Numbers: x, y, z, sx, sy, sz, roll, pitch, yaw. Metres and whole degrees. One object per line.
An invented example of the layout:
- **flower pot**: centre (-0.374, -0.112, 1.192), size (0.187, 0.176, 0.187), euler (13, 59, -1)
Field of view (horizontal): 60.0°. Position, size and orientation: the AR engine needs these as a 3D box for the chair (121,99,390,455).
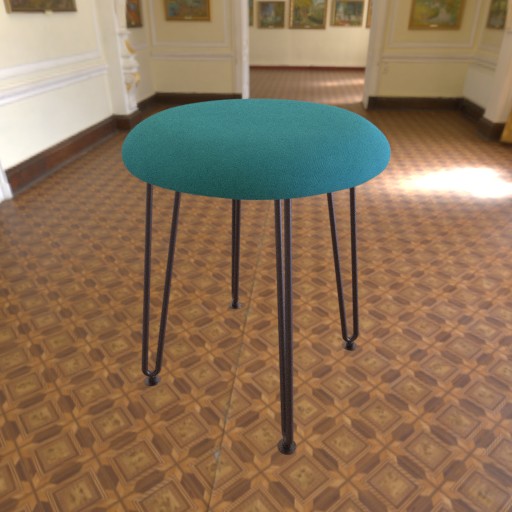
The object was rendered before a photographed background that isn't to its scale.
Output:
- **chair**: centre (0.000, 0.000, 0.680), size (0.350, 0.430, 0.350), euler (9, 30, 16)
